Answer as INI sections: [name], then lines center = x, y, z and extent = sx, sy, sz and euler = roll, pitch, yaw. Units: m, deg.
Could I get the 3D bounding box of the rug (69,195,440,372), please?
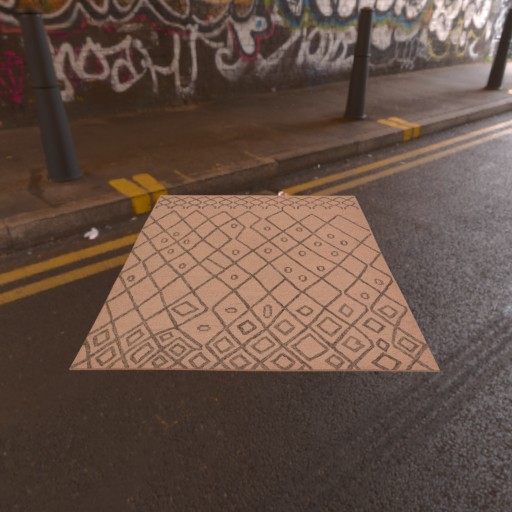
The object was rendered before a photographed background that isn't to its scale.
[rug]
center = 0.000, 0.000, 4.236
extent = 2.446, 0.015, 3.046
euler = 0, 30, 0
